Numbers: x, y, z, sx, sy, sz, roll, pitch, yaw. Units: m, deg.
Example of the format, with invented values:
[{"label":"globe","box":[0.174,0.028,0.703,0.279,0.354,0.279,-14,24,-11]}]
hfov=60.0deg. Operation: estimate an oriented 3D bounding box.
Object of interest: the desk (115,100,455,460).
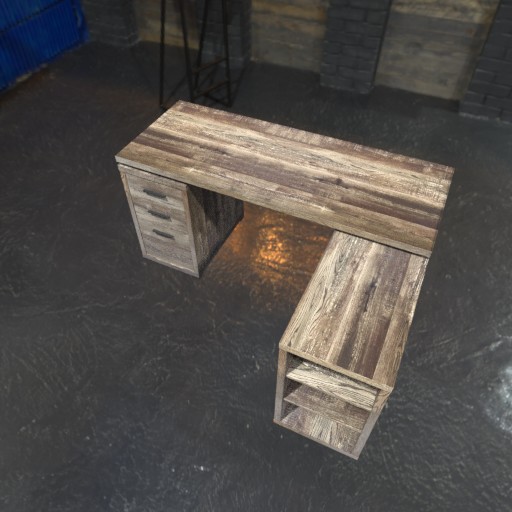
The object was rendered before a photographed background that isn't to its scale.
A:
[{"label":"desk","box":[0.000,0.000,2.234,1.524,0.753,1.200,19,50,17]}]
